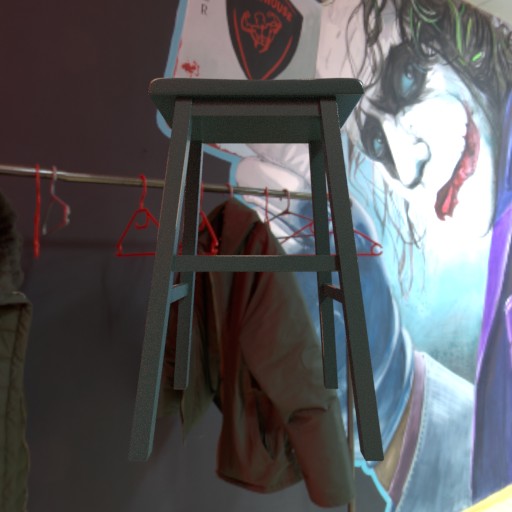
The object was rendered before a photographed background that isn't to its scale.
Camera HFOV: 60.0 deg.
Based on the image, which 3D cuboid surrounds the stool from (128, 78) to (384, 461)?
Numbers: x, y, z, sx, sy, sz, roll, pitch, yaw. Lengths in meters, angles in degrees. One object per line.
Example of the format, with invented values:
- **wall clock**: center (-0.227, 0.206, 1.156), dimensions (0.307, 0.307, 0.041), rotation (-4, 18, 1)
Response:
- **stool**: center (0.000, 0.000, 1.032), dimensions (0.457, 0.737, 0.476), rotation (0, -1, 0)
